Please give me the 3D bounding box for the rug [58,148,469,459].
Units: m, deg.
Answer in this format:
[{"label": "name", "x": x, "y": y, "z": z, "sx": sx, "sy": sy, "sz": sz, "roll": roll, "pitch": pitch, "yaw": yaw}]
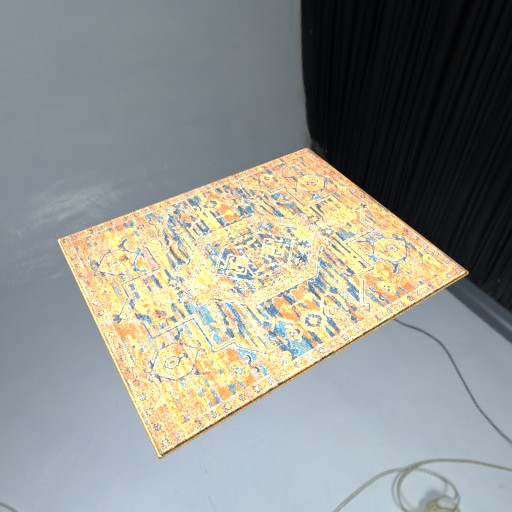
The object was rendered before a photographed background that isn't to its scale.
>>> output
[{"label": "rug", "x": 0.000, "y": 0.000, "z": 4.169, "sx": 3.040, "sy": 0.031, "sz": 2.435, "roll": -25, "pitch": 51, "yaw": -22}]
